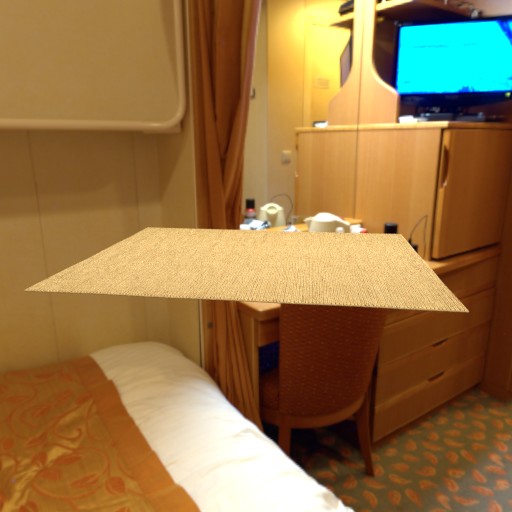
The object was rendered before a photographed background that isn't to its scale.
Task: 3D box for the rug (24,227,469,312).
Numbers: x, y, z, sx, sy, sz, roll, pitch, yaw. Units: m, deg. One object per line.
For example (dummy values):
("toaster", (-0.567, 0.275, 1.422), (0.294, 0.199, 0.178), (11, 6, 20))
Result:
("rug", (0.000, 0.000, 4.134), (3.034, 0.012, 2.406), (2, 15, 8))
